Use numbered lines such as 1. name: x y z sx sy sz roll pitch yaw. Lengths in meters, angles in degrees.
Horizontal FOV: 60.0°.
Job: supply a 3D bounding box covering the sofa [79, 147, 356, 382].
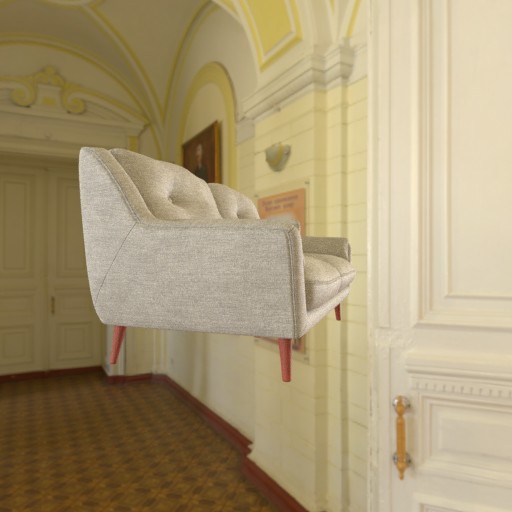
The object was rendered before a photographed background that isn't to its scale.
1. sofa: 0.000 0.000 2.447 0.976 0.897 1.930 0 0 17
